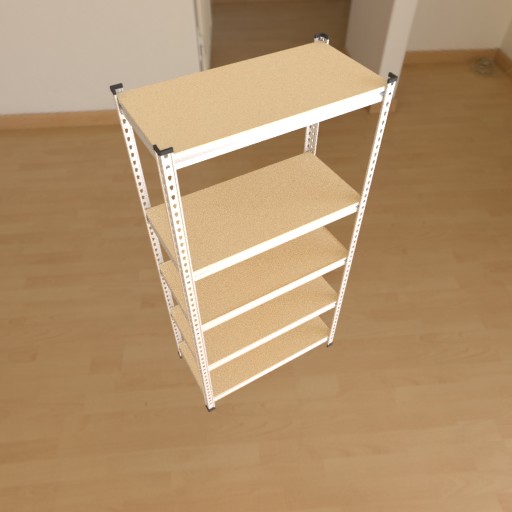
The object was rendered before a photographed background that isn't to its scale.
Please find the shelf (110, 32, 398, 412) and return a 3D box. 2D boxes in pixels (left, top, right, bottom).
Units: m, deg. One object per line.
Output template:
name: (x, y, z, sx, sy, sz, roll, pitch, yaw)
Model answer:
shelf: (0.000, 0.000, 2.233, 0.914, 1.829, 0.457, -23, 52, -20)
